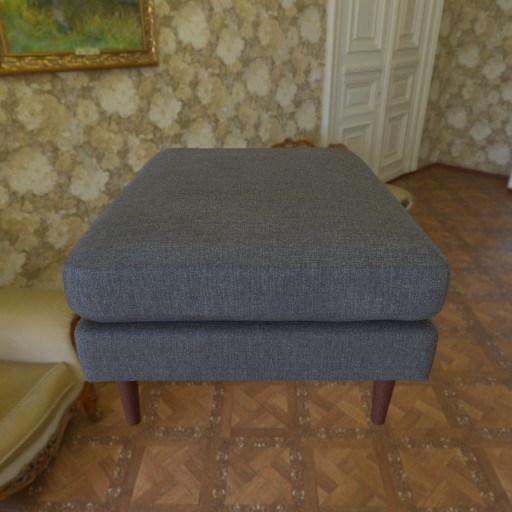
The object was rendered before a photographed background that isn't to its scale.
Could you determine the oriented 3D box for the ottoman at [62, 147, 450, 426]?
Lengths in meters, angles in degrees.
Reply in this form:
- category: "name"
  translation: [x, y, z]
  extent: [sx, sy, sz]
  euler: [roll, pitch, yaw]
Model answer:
- category: "ottoman"
  translation: [0.000, 0.000, 1.196]
  extent: [0.693, 0.474, 0.821]
  euler: [0, 26, 0]
